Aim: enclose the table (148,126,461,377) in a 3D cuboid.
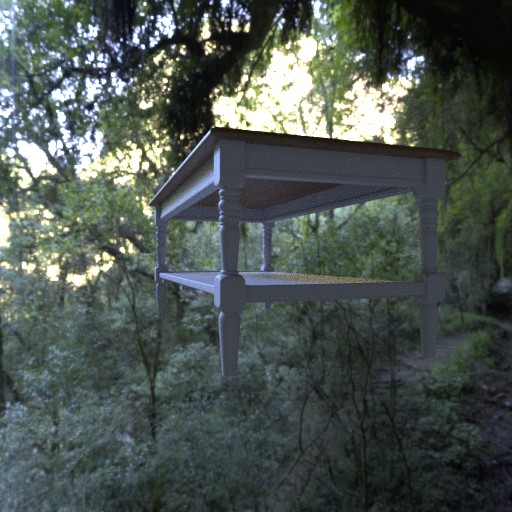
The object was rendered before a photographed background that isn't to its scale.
[{"bbox_3d":[0.000,0.000,1.399,0.559,0.458,1.118,0,0,-19],"label":"table"}]
